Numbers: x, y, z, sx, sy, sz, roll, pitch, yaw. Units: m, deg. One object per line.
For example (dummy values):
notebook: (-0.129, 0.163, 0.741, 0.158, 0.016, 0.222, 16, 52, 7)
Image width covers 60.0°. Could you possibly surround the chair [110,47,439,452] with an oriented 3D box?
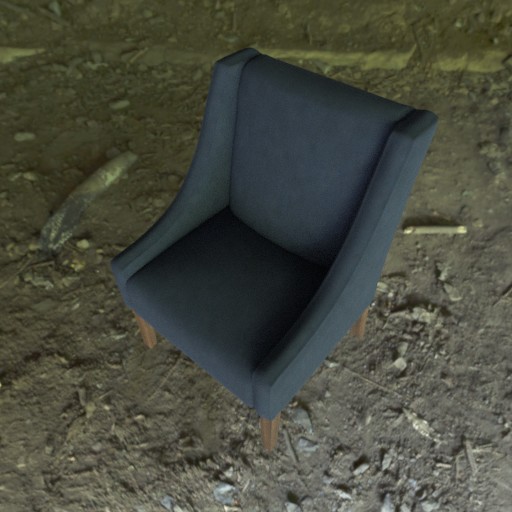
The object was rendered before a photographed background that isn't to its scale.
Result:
chair: (0.000, 0.000, 1.323, 0.629, 0.895, 0.629, 32, 55, 26)
